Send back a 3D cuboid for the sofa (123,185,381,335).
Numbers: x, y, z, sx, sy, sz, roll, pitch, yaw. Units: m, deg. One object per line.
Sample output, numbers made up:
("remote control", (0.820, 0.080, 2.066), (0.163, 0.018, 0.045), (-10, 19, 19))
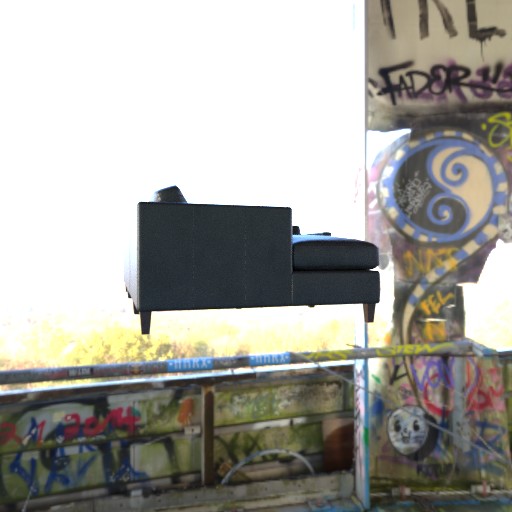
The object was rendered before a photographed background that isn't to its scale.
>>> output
("sofa", (0.000, 0.000, 4.391), (2.452, 0.891, 3.324), (0, 0, -18))
